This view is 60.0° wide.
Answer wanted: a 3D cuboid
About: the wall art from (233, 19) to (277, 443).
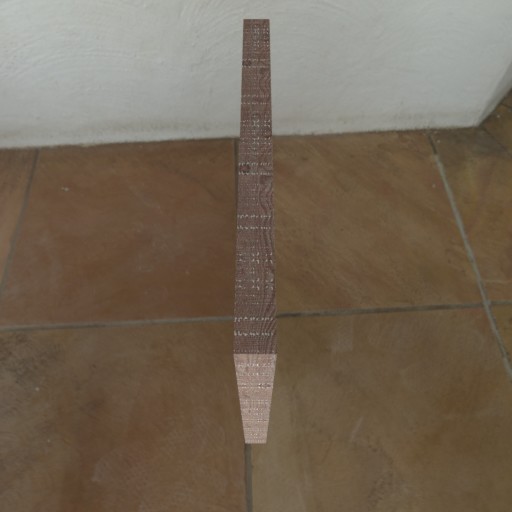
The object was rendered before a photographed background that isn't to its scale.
[{"bbox_3d":[0.000,0.000,0.772,0.040,0.531,0.531,0,59,0],"label":"wall art"}]
